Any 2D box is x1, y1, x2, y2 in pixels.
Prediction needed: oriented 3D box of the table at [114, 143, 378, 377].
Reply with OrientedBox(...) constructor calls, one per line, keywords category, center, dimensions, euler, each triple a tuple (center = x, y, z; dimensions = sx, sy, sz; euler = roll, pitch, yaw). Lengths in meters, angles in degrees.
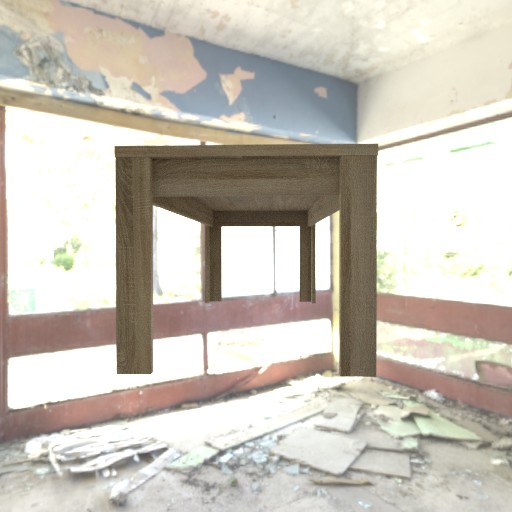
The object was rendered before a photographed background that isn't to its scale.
OrientedBox(category="table", center=(0.000, 0.000, 2.612), dimensions=(0.900, 0.790, 2.200), euler=(0, 1, 2))
